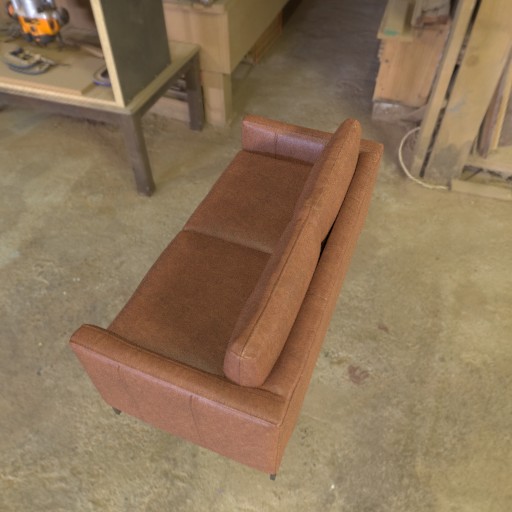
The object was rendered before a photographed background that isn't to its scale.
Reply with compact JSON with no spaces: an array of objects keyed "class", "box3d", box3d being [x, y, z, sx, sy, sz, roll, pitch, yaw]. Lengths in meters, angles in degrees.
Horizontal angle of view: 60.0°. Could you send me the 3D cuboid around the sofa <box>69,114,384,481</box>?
[{"class":"sofa","box3d":[0.000,0.000,2.280,0.899,0.883,1.797,16,50,14]}]
